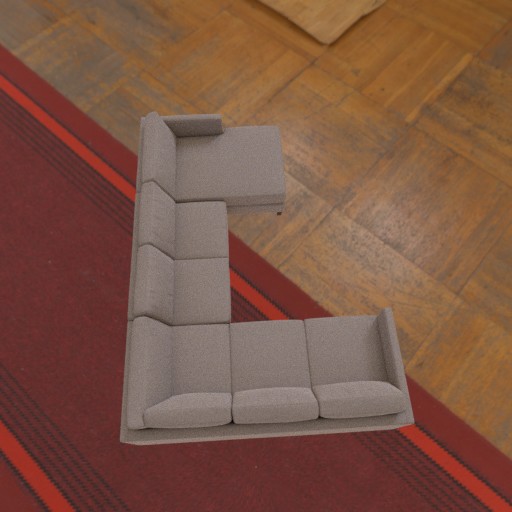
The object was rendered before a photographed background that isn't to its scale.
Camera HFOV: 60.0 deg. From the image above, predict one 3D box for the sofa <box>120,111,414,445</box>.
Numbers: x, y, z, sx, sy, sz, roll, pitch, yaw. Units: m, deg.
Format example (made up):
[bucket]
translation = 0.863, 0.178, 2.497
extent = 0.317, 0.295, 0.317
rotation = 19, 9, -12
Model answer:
[sofa]
translation = 0.000, 0.000, 4.558
extent = 2.424, 0.865, 3.438
rotation = -3, 65, -2
